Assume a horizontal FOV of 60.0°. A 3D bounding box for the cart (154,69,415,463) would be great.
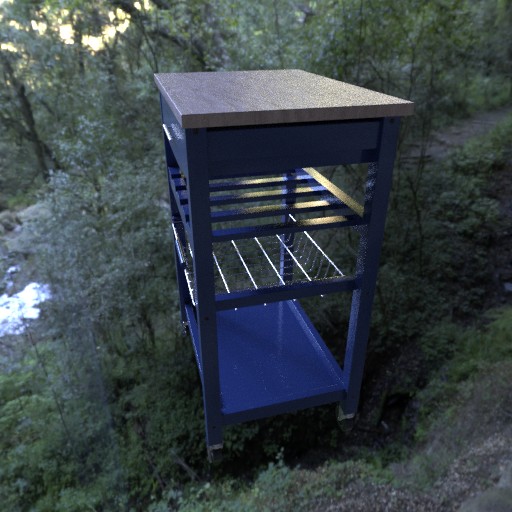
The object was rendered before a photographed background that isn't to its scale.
[{"bbox_3d":[0.000,0.000,1.156,0.403,0.839,0.584,-7,29,-14],"label":"cart"}]
